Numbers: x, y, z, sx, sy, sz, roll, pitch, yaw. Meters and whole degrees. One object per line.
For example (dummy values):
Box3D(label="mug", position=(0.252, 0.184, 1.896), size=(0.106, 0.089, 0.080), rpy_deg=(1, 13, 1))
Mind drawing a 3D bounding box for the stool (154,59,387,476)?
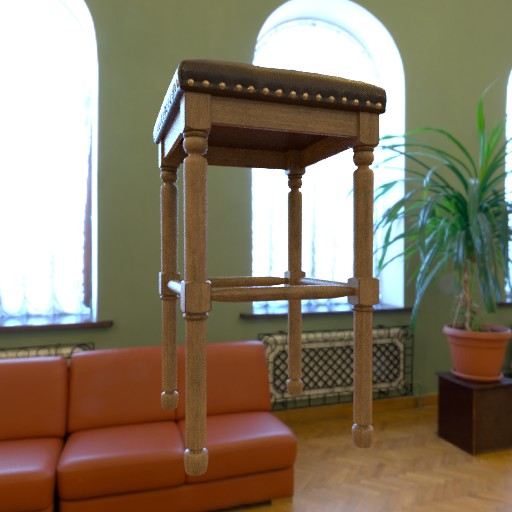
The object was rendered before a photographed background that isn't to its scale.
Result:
Box3D(label="stool", position=(0.000, 0.000, 0.923), size=(0.382, 0.702, 0.383), rpy_deg=(0, 1, -19))
